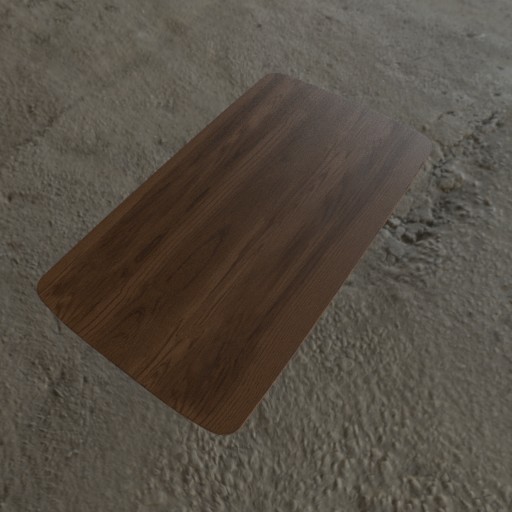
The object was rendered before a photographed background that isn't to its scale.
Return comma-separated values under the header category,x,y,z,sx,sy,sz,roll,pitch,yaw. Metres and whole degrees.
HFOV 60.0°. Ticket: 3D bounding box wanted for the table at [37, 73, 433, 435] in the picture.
category,x,y,z,sx,sy,sz,roll,pitch,yaw
table,0.000,0.000,2.167,0.949,0.765,1.643,31,63,18
